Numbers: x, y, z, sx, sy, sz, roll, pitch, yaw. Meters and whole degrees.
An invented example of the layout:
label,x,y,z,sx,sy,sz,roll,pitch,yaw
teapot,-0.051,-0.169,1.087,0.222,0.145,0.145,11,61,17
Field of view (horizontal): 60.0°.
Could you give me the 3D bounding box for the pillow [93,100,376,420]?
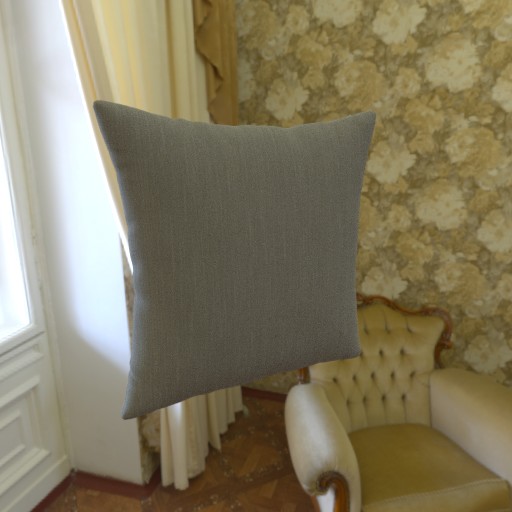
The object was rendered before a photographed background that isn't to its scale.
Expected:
label,x,y,z,sx,sy,sz,roll,pitch,yaw
pillow,0.000,0.000,0.792,0.511,0.509,0.161,-7,16,-26
